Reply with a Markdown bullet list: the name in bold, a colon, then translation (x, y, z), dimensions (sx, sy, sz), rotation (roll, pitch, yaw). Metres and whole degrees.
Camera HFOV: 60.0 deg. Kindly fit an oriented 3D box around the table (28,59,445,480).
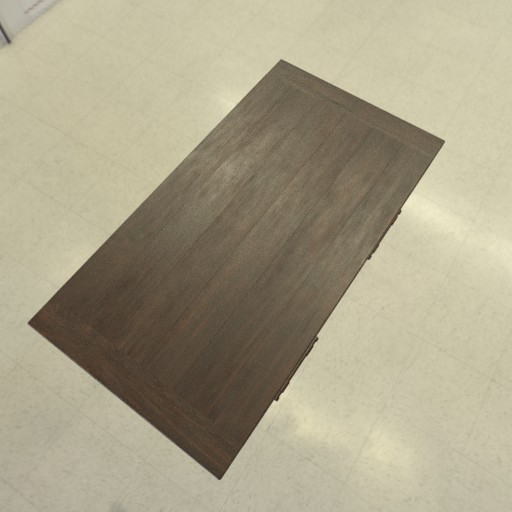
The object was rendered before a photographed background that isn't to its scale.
- **table**: translation (0.000, 0.000, 1.597), dimensions (0.700, 0.494, 1.270), rotation (33, 69, 14)
